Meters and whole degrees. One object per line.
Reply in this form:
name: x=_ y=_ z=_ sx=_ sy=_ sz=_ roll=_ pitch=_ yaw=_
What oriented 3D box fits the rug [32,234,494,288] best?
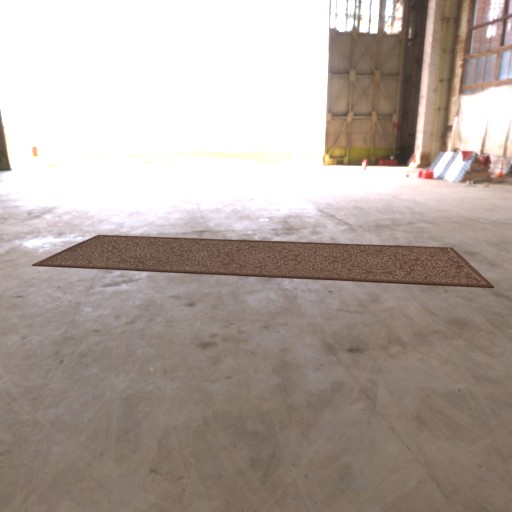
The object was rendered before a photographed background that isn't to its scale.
rug: x=0.000 y=0.000 z=2.675 sx=2.448 sy=0.012 sz=0.769 roll=2 pitch=16 yaw=8
